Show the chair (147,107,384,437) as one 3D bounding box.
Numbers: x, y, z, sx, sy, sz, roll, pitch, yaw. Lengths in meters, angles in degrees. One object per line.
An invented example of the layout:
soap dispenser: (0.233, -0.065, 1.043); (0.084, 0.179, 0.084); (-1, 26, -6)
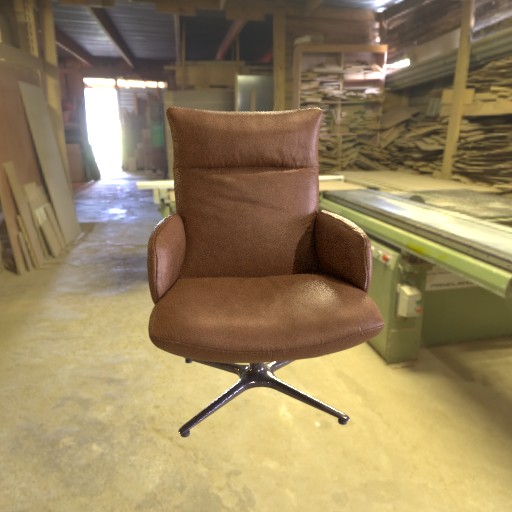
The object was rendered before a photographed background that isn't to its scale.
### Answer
chair: (0.000, 0.000, 1.559); (0.711, 1.027, 0.794); (-2, 16, -7)
